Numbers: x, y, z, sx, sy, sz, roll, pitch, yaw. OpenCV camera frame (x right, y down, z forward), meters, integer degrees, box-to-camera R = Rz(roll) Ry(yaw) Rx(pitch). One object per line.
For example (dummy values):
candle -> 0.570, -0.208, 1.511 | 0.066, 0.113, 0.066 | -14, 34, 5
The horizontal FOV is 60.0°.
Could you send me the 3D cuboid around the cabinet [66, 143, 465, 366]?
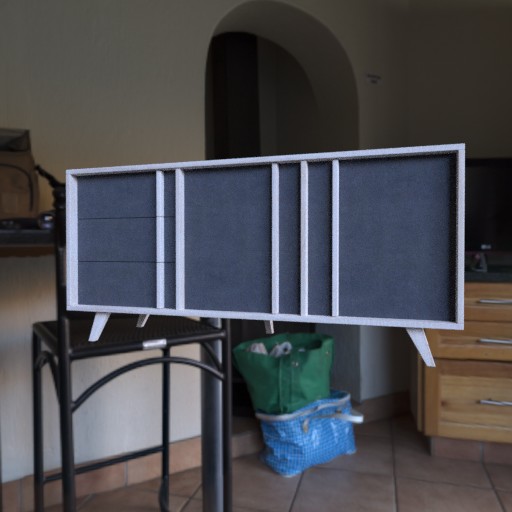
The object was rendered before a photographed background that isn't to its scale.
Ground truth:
cabinet -> 0.000, 0.000, 2.001 | 1.650, 0.780, 0.500 | 0, 1, 18
